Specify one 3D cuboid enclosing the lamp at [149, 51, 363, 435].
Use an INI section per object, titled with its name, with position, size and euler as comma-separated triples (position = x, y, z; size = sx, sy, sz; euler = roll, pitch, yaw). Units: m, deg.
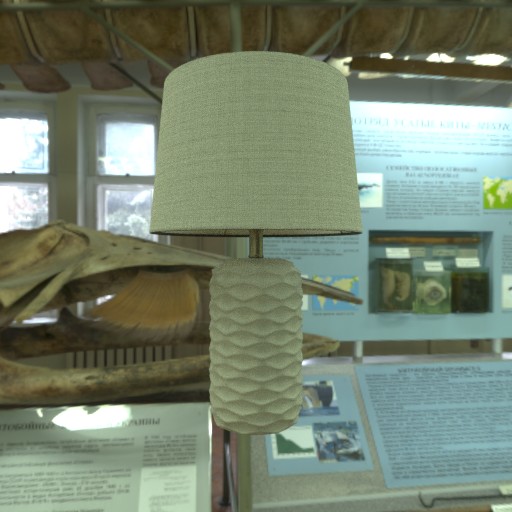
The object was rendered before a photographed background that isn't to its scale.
[lamp]
position = 0.000, 0.000, 0.803
size = 0.376, 0.594, 0.376
euler = 0, 1, 0
